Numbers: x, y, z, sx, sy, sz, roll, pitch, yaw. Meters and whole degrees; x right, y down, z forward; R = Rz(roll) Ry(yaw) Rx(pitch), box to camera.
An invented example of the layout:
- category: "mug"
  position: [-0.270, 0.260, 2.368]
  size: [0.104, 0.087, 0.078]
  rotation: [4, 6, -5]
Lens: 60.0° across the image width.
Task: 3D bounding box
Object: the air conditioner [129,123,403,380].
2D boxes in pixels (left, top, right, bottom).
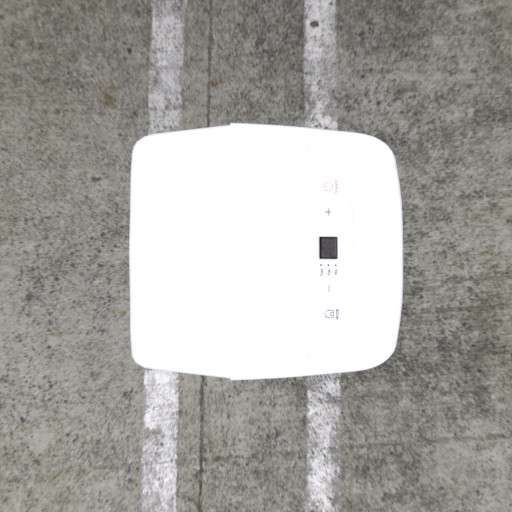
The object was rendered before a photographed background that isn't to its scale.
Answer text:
- category: "air conditioner"
  position: [0.000, 0.000, 0.822]
  size: [0.349, 0.606, 0.304]
  rotation: [0, 89, -2]
